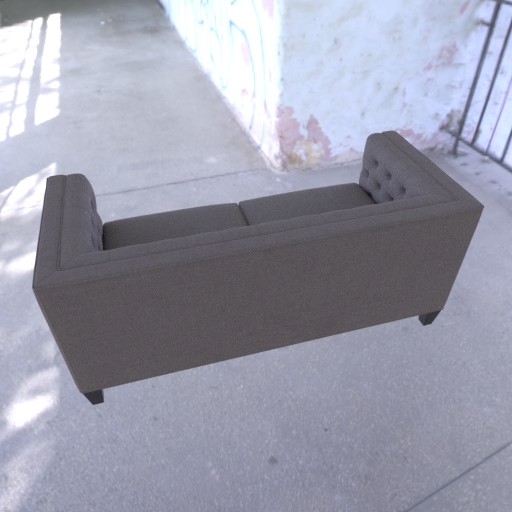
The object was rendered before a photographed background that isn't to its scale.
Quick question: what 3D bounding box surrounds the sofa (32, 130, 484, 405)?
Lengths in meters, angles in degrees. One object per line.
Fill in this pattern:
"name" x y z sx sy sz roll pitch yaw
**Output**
"sofa" 0.000 0.000 2.181 1.778 0.762 0.775 -11 42 -12
